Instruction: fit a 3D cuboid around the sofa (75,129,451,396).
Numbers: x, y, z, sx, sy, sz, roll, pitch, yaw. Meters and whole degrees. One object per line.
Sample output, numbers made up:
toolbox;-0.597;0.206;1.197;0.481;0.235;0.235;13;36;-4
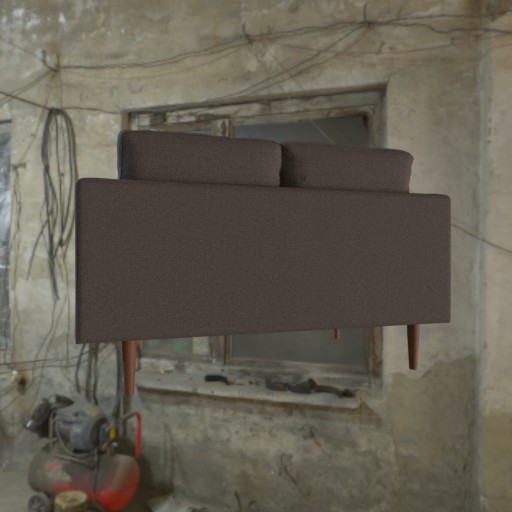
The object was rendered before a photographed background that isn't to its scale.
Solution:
sofa;0.000;0.000;1.957;1.430;0.908;0.796;0;0;-17
